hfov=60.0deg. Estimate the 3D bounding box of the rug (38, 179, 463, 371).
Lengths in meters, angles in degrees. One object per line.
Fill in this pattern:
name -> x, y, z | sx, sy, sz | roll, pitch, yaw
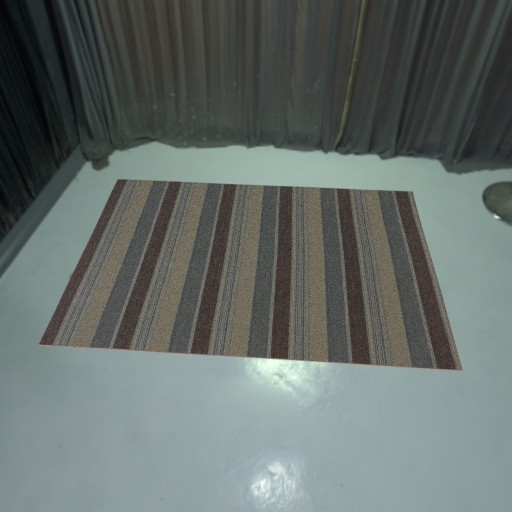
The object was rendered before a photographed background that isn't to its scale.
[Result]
rug -> 0.000, 0.000, 2.321 | 1.829, 0.008, 1.219 | 3, 46, 3
